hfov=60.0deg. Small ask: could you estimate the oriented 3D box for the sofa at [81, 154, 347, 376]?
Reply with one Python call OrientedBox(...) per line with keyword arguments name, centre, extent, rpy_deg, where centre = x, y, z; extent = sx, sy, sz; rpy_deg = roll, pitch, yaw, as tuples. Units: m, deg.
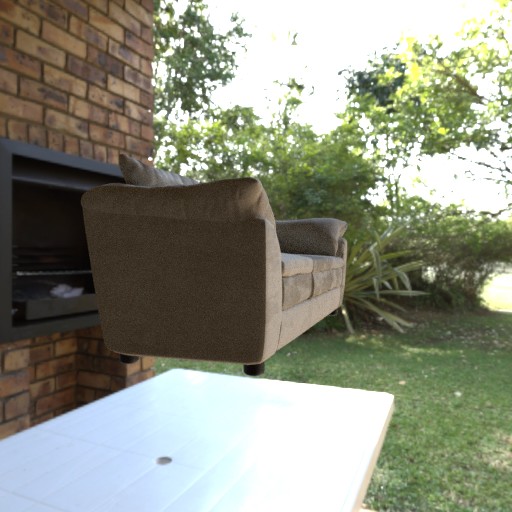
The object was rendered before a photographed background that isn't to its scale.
OrientedBox(name="sofa", centre=(0.000, 0.000, 2.873), extent=(0.893, 0.981, 2.377), rpy_deg=(0, 0, 19))
